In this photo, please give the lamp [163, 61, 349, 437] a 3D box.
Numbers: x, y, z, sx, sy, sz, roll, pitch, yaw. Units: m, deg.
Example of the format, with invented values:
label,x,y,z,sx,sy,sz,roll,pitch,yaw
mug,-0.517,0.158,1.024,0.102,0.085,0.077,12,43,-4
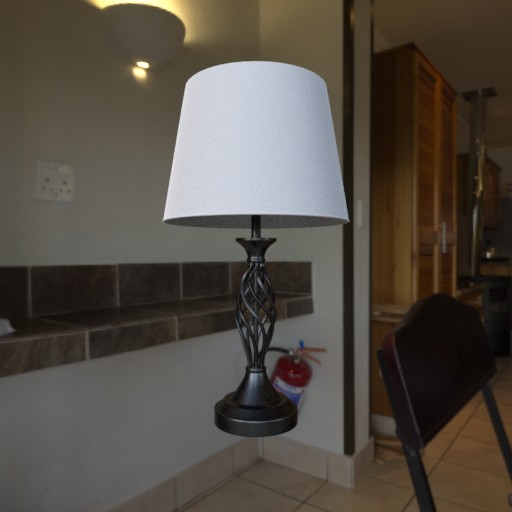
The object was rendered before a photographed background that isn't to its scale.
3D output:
label,x,y,z,sx,sy,sz,roll,pitch,yaw
lamp,0.000,0.000,0.801,0.331,0.594,0.331,0,0,0
